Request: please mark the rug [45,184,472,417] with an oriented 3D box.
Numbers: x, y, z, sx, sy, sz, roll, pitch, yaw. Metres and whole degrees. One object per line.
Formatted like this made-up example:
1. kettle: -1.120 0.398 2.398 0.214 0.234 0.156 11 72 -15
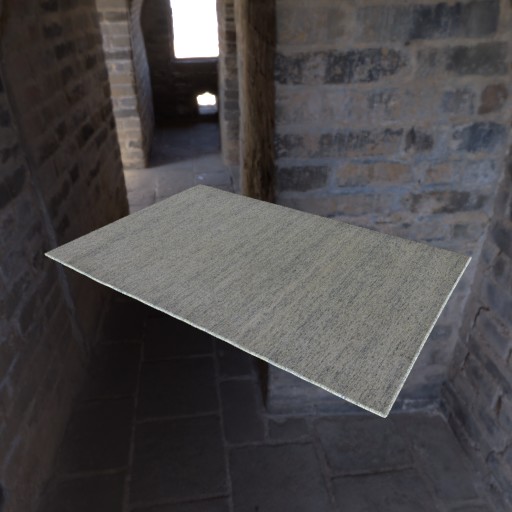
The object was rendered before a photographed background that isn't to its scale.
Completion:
1. rug: 0.000 0.000 2.814 2.263 0.017 1.523 19 35 29
